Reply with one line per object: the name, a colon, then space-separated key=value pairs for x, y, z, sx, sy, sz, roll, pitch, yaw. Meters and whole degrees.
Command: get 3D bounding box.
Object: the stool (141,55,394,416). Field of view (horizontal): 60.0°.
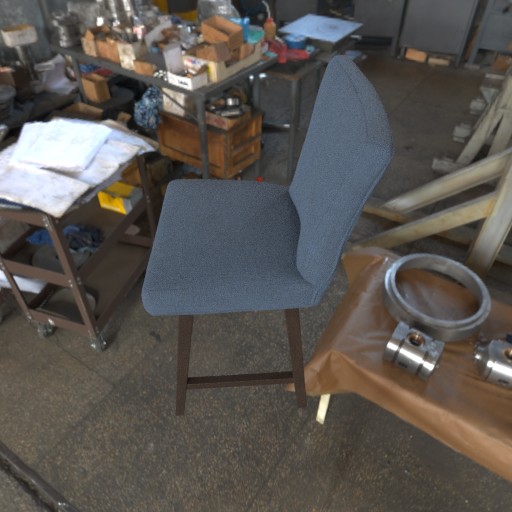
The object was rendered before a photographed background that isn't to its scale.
stool: x=0.000 y=0.000 z=1.326 sx=0.574 sy=1.000 sz=0.514 roll=0 pitch=43 yaw=0
